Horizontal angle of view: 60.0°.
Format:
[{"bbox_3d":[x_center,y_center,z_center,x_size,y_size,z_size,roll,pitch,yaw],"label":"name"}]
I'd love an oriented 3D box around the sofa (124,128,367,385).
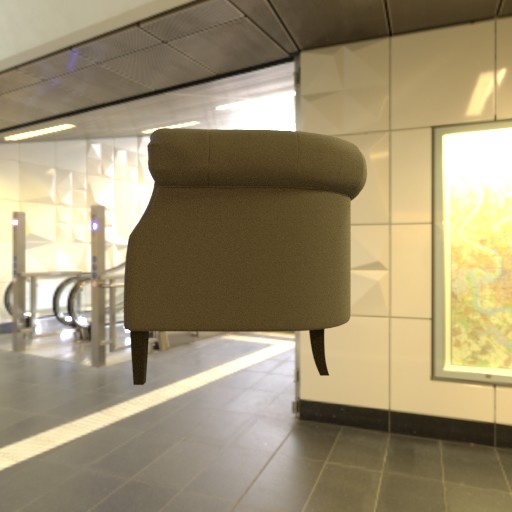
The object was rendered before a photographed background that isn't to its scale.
[{"bbox_3d":[0.000,0.000,2.103,0.835,0.827,1.558,0,0,1],"label":"sofa"}]
